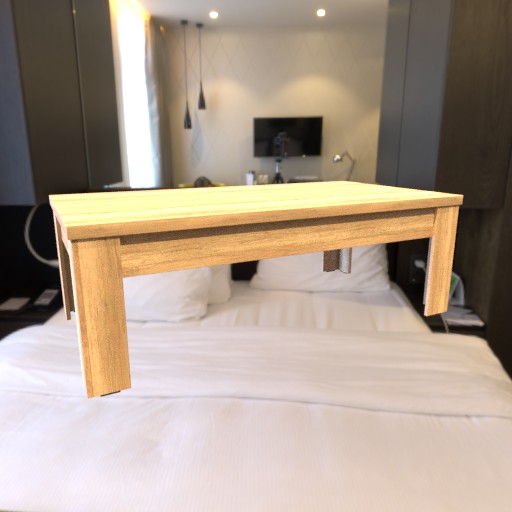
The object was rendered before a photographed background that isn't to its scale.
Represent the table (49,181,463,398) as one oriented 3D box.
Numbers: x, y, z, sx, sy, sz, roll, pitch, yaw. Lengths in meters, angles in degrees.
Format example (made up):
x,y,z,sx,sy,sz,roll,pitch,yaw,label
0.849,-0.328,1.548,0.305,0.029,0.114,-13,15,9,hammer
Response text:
x,y,z,sx,sy,sz,roll,pitch,yaw,label
0.000,0.000,1.684,1.350,0.460,0.700,-7,16,-26,table
